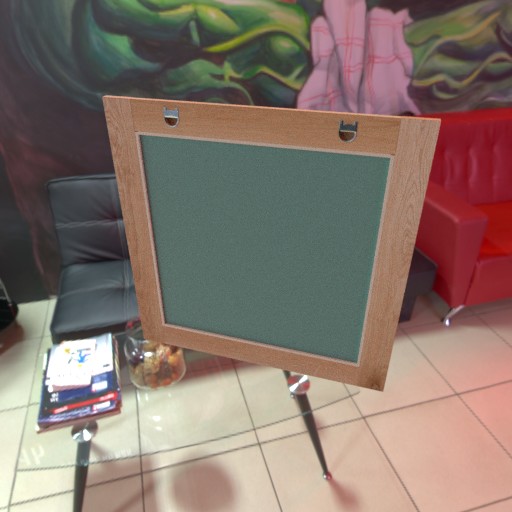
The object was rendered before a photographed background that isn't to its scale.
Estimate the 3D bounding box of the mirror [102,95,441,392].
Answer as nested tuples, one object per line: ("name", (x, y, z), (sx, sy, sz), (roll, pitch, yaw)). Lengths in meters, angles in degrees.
("mirror", (0.000, 0.000, 1.224), (0.800, 0.800, 0.020), (9, 32, 14))
